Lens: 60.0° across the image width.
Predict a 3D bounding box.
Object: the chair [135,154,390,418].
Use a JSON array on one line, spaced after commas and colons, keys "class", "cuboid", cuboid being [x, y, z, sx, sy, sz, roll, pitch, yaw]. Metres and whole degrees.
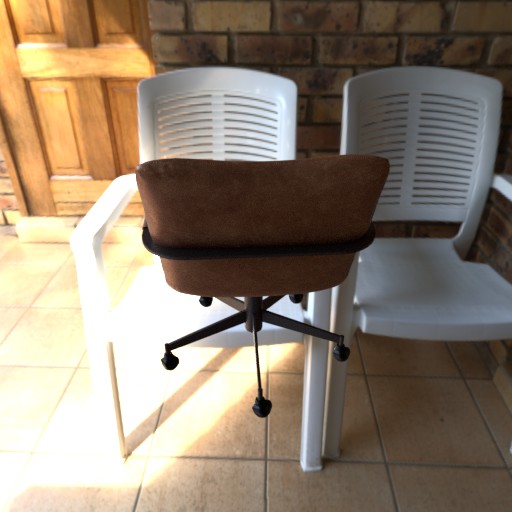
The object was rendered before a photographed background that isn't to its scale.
[{"class": "chair", "cuboid": [0.000, 0.000, 1.508, 0.727, 0.922, 0.754, -2, 31, -3]}]
